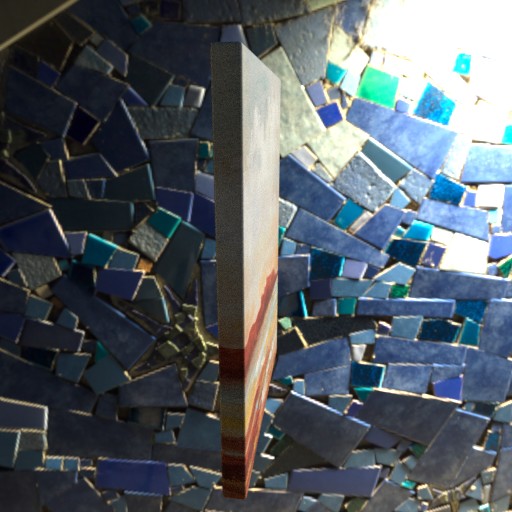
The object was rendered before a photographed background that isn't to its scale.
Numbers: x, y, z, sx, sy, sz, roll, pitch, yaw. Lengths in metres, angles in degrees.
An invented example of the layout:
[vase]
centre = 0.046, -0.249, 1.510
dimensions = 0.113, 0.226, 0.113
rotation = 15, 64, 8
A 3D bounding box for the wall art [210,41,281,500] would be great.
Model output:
[wall art]
centre = 0.000, 0.000, 0.763
dimensions = 0.035, 0.605, 0.443
rotation = 2, 17, 8
